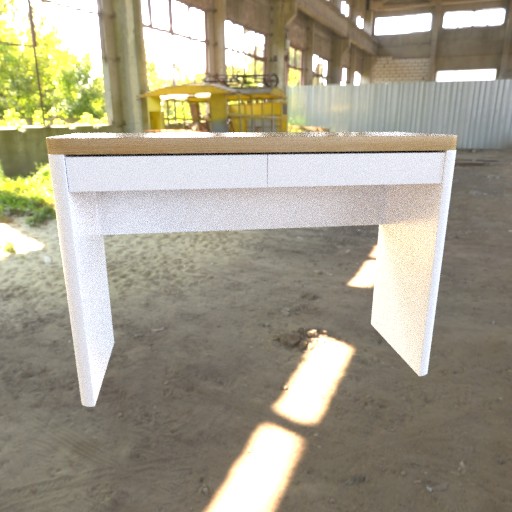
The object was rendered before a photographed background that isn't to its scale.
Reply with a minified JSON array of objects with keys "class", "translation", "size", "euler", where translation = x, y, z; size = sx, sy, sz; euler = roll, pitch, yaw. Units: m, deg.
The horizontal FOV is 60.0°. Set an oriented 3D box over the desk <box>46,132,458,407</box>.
[{"class":"desk","translation":[0.000,0.000,1.435],"size":[1.100,0.760,0.390],"euler":[-3,17,-9]}]
